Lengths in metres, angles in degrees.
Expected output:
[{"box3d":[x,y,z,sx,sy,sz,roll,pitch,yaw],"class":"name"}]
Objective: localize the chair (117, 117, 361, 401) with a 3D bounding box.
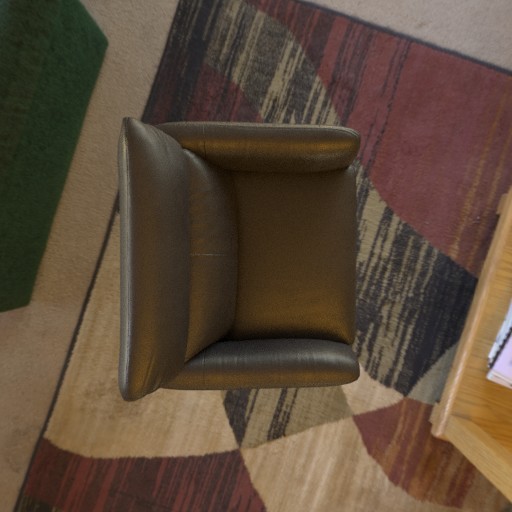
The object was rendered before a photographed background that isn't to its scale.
[{"box3d":[0.000,0.000,1.685,0.809,0.949,0.976,0,91,0],"class":"chair"}]
